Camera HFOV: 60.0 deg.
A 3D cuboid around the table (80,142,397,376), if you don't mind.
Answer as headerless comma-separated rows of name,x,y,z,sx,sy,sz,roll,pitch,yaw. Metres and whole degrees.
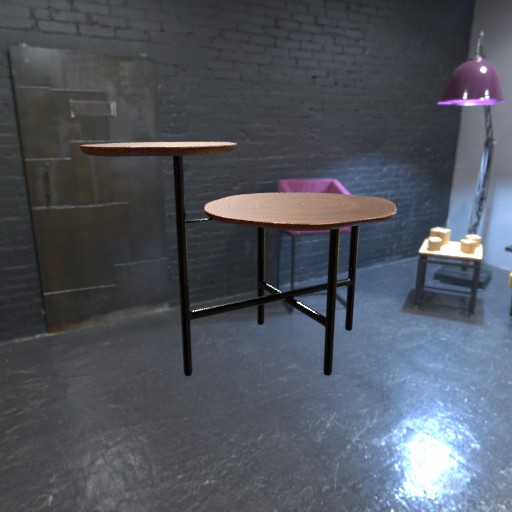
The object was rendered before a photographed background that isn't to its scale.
table,0.000,0.000,1.084,0.759,0.538,0.442,-9,18,-27
